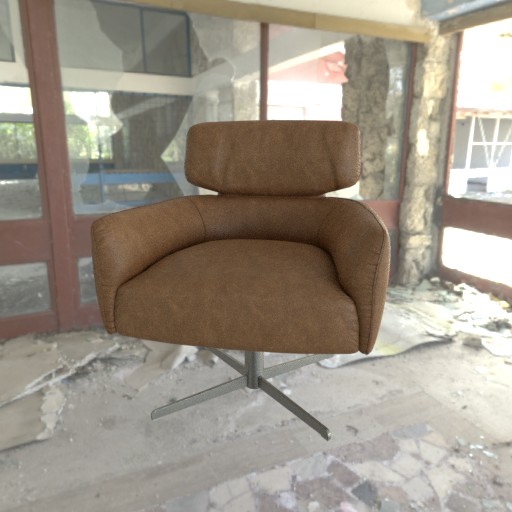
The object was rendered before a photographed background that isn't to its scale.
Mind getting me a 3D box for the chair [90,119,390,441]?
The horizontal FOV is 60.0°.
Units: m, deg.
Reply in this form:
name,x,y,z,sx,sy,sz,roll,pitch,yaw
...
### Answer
name,x,y,z,sx,sy,sz,roll,pitch,yaw
chair,0.000,0.000,1.314,0.706,0.812,0.715,2,14,10
